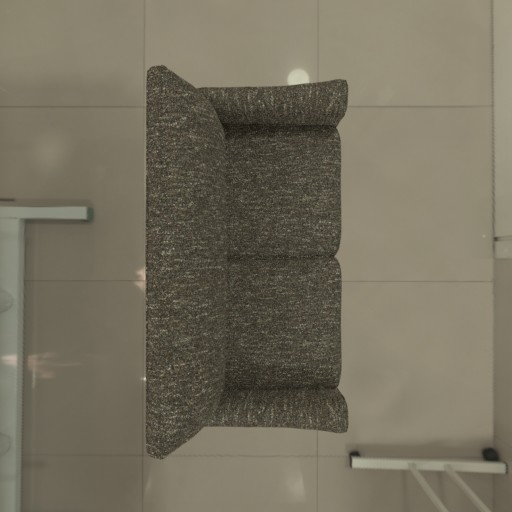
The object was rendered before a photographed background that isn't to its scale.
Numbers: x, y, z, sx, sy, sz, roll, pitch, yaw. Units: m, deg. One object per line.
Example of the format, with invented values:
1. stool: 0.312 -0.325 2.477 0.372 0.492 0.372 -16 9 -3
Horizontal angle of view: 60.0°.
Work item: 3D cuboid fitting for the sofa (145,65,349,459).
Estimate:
1. sofa: 0.000 0.000 2.051 0.801 0.946 1.519 0 90 1
